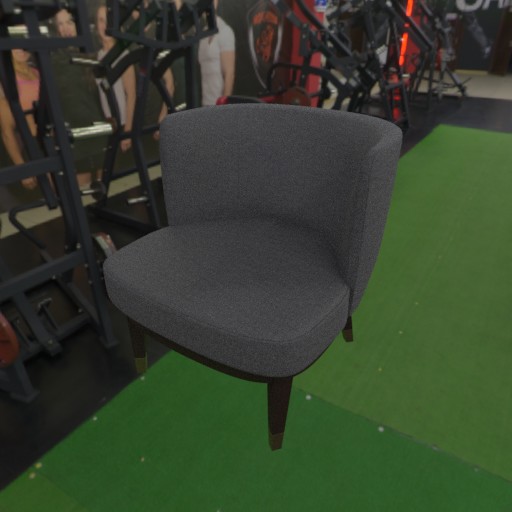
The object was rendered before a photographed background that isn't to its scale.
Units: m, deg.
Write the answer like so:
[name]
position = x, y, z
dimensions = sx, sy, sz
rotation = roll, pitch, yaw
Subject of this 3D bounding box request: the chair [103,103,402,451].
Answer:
[chair]
position = 0.000, 0.000, 1.238
dimensions = 0.639, 0.695, 0.698
rotation = 18, 34, 30
